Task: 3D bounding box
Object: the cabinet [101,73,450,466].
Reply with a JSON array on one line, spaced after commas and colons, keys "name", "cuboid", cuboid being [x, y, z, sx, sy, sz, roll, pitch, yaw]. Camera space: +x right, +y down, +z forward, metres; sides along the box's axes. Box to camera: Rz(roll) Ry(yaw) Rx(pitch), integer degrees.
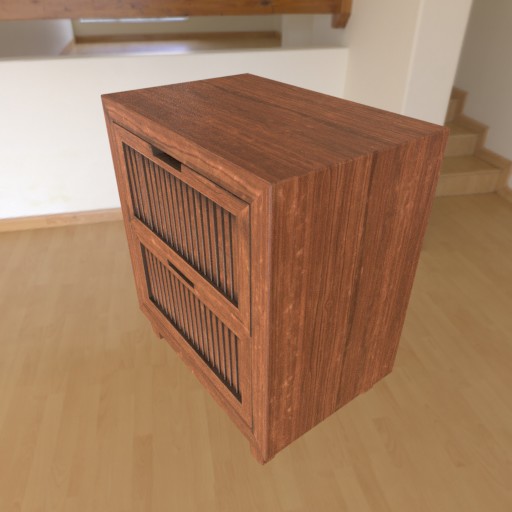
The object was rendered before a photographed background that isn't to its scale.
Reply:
[{"name": "cabinet", "cuboid": [0.000, 0.000, 1.068, 0.410, 0.695, 0.607, -22, 39, -30]}]
